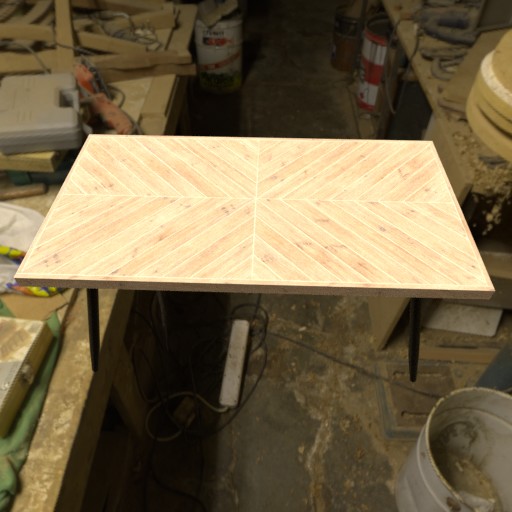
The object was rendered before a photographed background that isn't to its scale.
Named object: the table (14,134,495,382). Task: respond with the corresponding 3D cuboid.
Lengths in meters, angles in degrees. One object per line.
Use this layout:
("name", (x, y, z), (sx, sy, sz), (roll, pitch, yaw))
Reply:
("table", (0.000, 0.000, 2.274), (1.803, 0.762, 0.991), (1, 47, 1))
